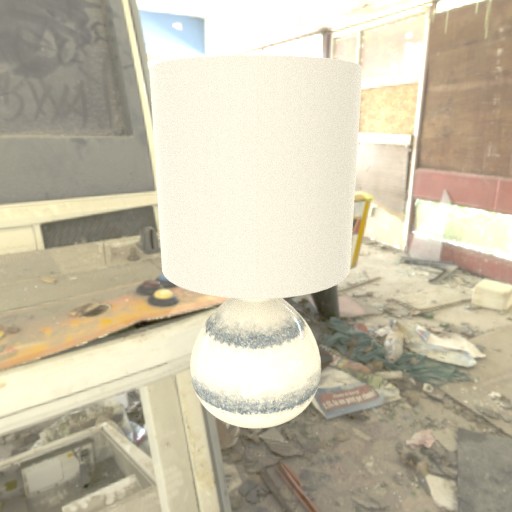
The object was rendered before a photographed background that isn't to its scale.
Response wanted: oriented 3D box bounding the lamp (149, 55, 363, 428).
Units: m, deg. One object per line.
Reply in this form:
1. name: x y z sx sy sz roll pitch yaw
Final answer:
1. lamp: 0.000 0.000 0.519 0.216 0.404 0.216 -2 17 -8
